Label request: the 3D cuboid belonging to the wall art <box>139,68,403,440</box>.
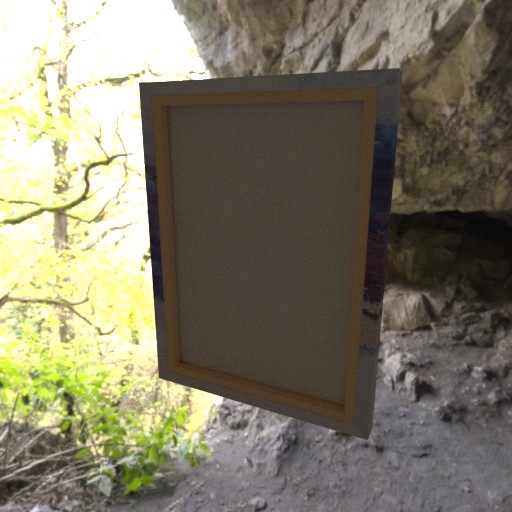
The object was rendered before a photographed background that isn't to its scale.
[{"bbox_3d":[0.000,0.000,0.773,0.437,0.581,0.036,8,18,25],"label":"wall art"}]
